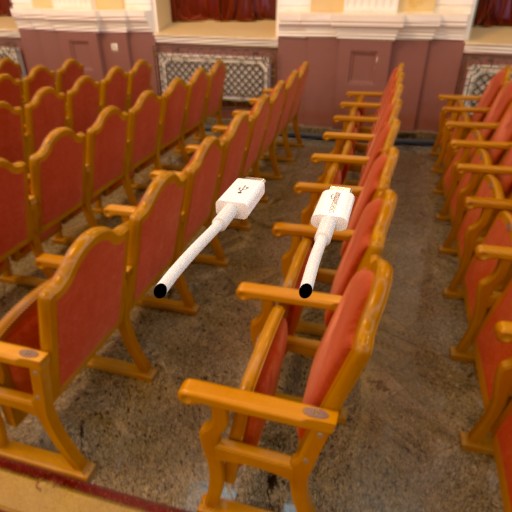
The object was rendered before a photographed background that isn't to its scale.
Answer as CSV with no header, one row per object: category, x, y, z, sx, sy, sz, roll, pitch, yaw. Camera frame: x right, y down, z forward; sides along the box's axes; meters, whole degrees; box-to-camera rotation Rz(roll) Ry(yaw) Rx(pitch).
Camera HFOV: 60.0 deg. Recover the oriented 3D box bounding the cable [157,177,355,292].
cable,0.000,0.000,0.113,0.040,0.006,0.098,9,33,14
